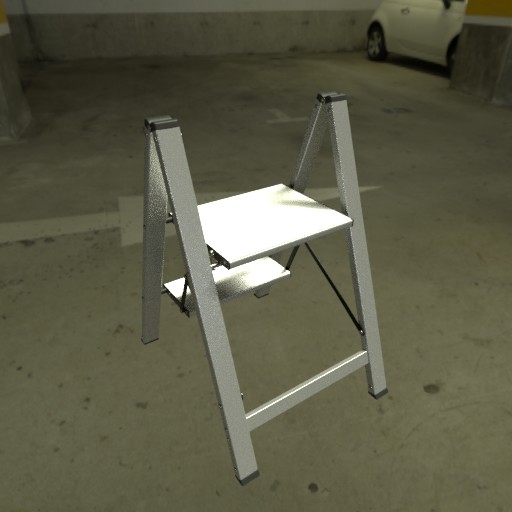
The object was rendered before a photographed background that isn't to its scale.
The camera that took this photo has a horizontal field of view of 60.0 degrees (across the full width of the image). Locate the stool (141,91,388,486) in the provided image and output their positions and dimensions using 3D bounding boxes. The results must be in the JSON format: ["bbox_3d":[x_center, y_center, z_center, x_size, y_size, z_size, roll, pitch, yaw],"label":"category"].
[{"bbox_3d":[0.000,0.000,1.015,0.440,0.670,0.535,-19,36,-29],"label":"stool"}]
